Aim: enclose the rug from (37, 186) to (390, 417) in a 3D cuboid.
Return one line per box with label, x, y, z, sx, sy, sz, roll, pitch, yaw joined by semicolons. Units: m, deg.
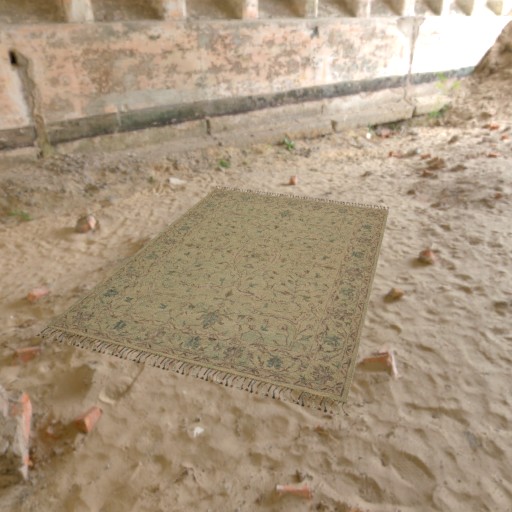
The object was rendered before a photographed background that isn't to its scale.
rug;0.000;0.000;2.319;1.247;0.008;1.802;10;30;17
